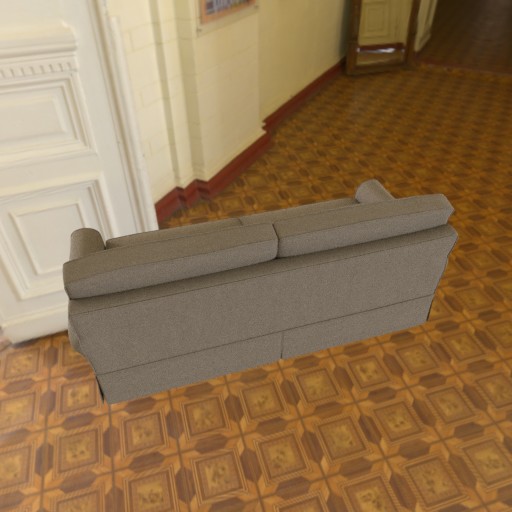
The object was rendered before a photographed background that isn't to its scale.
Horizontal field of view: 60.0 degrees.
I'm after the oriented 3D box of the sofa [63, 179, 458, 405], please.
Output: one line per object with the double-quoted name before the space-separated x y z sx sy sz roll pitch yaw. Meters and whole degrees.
"sofa" 0.000 0.000 2.818 2.248 0.943 0.991 -11 41 -13
